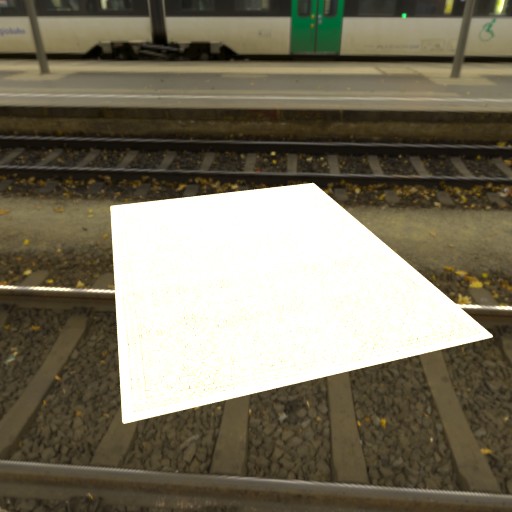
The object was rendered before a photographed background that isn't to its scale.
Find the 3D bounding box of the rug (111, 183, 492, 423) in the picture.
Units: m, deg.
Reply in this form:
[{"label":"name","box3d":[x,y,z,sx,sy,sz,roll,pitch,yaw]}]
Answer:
[{"label":"rug","box3d":[0.000,0.000,3.966,2.441,0.015,3.050,-9,31,-15]}]
